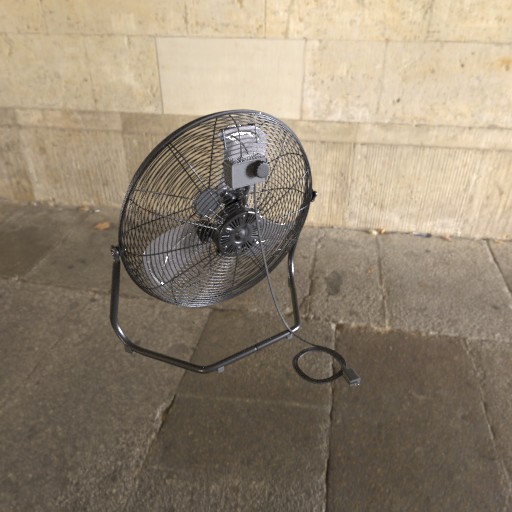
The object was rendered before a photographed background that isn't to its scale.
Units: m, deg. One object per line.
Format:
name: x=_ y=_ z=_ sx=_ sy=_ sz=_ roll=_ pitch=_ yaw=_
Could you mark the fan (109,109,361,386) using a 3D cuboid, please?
fan: x=0.000 y=0.000 z=1.008 sx=0.595 sy=0.605 sz=0.470 roll=-19 pitch=37 yaw=-28
